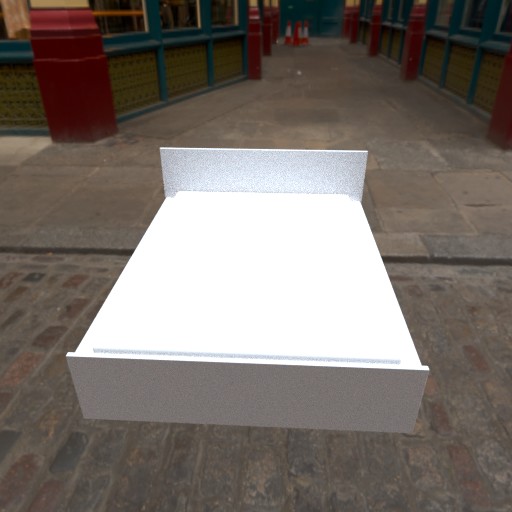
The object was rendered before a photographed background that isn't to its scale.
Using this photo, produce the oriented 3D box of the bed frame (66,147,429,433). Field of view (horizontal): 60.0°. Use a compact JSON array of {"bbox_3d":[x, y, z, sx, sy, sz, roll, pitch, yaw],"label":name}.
[{"bbox_3d":[0.000,0.000,2.828,1.622,0.800,1.960,2,30,3],"label":"bed frame"}]
